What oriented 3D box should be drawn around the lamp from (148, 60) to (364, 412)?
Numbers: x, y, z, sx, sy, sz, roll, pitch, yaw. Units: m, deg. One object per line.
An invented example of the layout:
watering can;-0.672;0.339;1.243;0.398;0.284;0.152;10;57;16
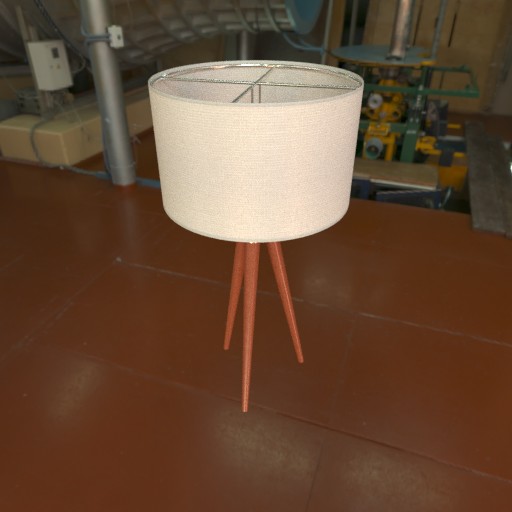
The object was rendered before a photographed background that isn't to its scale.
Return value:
lamp;0.000;0.000;0.933;0.355;0.709;0.354;-21;38;-30
